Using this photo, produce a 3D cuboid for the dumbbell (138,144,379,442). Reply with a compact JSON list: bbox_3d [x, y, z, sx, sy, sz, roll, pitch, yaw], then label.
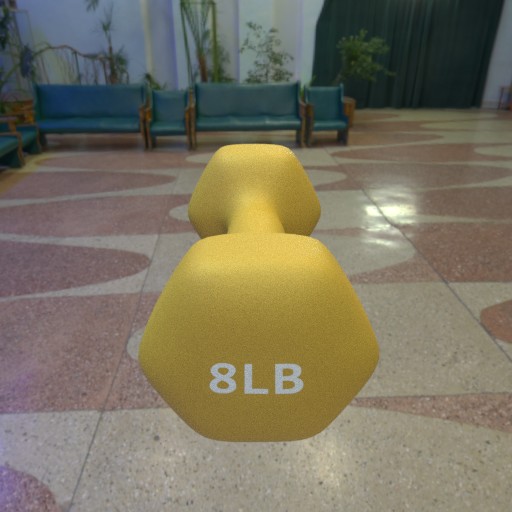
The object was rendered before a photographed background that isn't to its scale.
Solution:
[{"bbox_3d":[0.000,0.000,0.235,0.090,0.082,0.190,0,27,0],"label":"dumbbell"}]
